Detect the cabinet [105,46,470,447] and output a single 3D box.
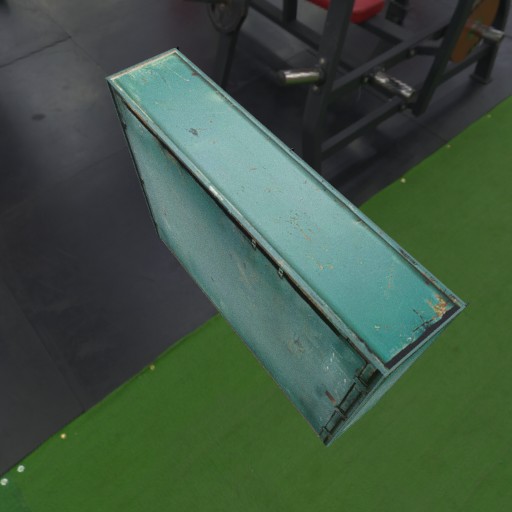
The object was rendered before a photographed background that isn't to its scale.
[{"bbox_3d":[0.000,0.000,3.885,0.680,2.160,3.001,-33,64,-19],"label":"cabinet"}]
